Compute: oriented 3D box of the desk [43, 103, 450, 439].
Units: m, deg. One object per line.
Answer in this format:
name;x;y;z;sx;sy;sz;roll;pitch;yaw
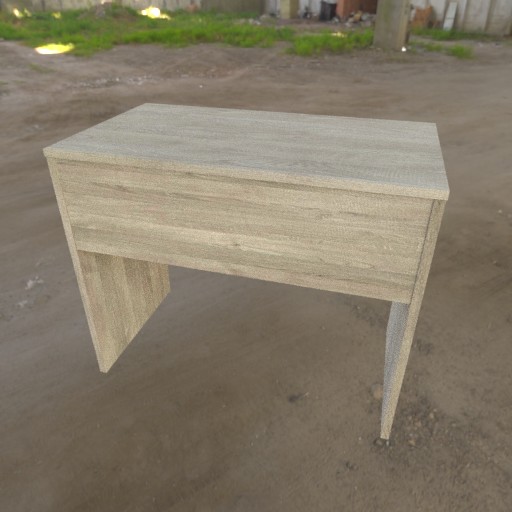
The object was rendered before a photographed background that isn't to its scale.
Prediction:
desk;0.000;0.000;1.320;0.893;0.724;0.498;9;32;14
